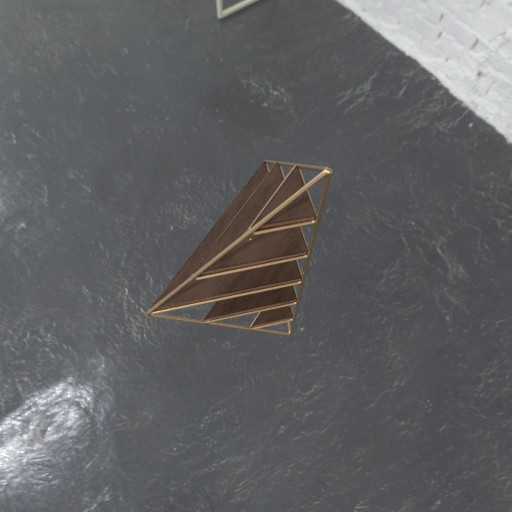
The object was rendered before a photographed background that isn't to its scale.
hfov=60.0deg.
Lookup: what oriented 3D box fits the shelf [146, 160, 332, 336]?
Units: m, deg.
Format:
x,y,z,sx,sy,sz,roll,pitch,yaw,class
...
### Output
x,y,z,sx,sy,sz,roll,pitch,yaw,class
0.000,0.000,1.167,0.294,0.913,0.564,29,67,14,shelf
